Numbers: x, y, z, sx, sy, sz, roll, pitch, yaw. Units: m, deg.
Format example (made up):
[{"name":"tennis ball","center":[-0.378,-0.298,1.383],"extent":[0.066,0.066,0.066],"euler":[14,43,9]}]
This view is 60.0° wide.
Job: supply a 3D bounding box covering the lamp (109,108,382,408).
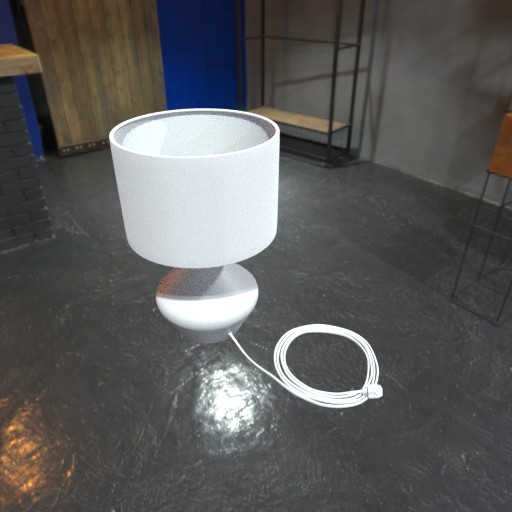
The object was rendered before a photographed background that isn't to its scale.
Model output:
[{"name":"lamp","center":[0.000,0.000,0.868],"extent":[0.401,0.457,0.546],"euler":[-21,38,-30]}]
